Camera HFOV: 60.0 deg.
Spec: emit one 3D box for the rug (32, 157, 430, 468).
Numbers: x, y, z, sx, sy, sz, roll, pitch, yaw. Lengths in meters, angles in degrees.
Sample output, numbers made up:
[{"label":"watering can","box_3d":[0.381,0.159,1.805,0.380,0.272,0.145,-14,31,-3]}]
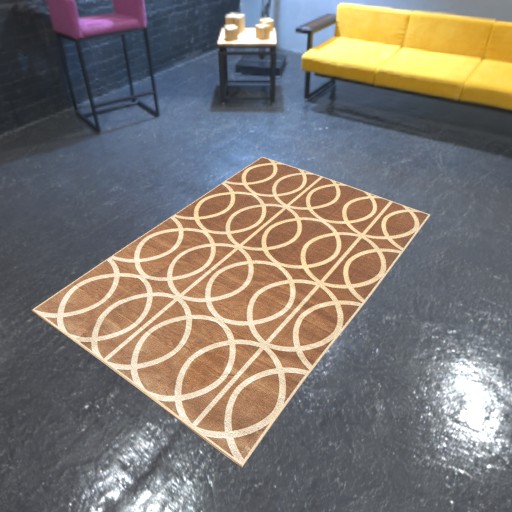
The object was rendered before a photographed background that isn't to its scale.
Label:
[{"label":"rug","box_3d":[0.000,0.000,2.903,1.528,0.014,2.294,25,46,27]}]
